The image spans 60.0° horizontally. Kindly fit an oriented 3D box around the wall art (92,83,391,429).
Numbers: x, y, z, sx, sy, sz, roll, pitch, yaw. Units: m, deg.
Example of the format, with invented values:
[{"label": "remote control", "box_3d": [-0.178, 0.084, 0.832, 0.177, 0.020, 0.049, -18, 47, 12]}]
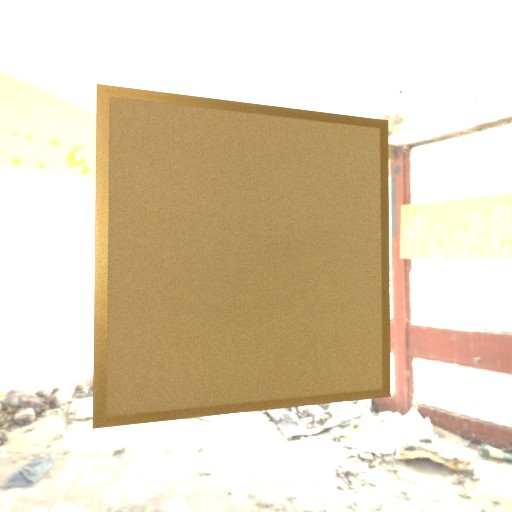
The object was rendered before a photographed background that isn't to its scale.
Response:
[{"label": "wall art", "box_3d": [0.000, 0.000, 1.113, 0.762, 0.760, 0.037, 1, -2, -18]}]
